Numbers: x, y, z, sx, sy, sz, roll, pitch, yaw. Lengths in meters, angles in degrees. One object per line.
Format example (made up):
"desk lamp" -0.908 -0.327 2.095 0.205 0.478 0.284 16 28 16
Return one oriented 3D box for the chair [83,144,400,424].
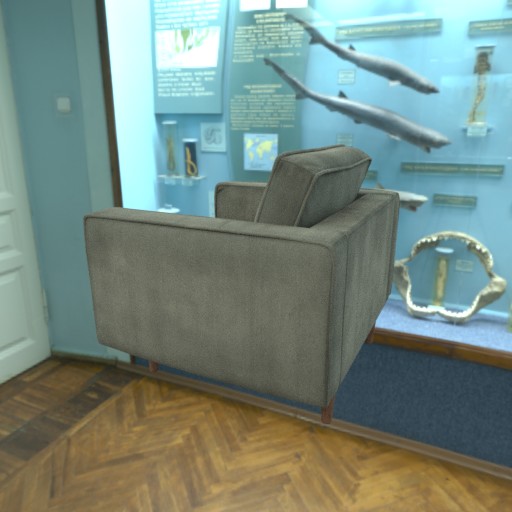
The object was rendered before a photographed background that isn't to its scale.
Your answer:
"chair" 0.000 0.000 1.597 0.843 0.773 0.928 8 19 25
